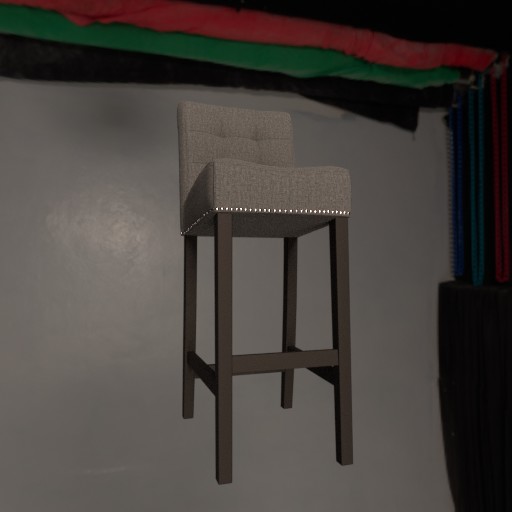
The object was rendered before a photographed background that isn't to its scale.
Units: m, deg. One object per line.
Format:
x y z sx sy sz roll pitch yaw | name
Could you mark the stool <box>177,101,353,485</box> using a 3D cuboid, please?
0.000 0.000 1.320 0.411 1.047 0.548 0 -1 -18 | stool
